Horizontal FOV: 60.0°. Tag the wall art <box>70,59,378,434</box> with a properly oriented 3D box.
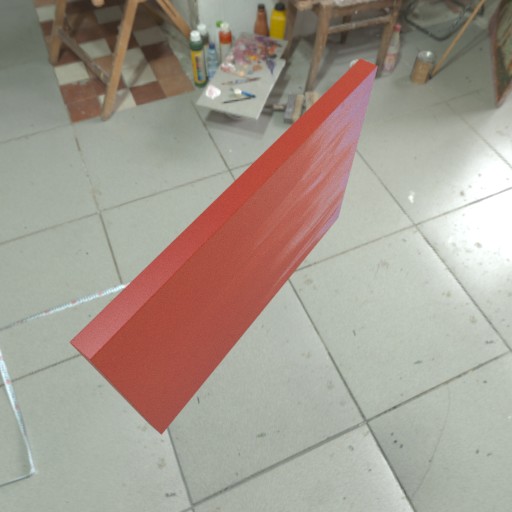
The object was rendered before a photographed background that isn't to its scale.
[{"bbox_3d":[0.000,0.000,0.758,0.033,0.405,0.607,33,63,19],"label":"wall art"}]
